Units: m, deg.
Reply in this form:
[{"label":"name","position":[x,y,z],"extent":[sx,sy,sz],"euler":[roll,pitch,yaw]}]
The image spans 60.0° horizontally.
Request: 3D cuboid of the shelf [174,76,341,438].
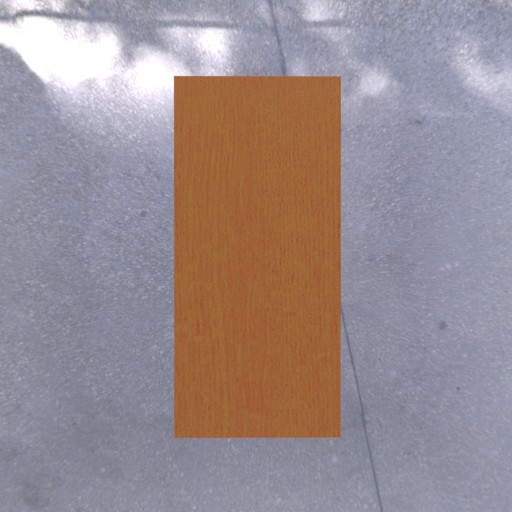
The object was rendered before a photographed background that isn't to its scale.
[{"label":"shelf","position":[0.000,0.000,1.342],"extent":[0.305,1.067,0.660],"euler":[0,90,0]}]
